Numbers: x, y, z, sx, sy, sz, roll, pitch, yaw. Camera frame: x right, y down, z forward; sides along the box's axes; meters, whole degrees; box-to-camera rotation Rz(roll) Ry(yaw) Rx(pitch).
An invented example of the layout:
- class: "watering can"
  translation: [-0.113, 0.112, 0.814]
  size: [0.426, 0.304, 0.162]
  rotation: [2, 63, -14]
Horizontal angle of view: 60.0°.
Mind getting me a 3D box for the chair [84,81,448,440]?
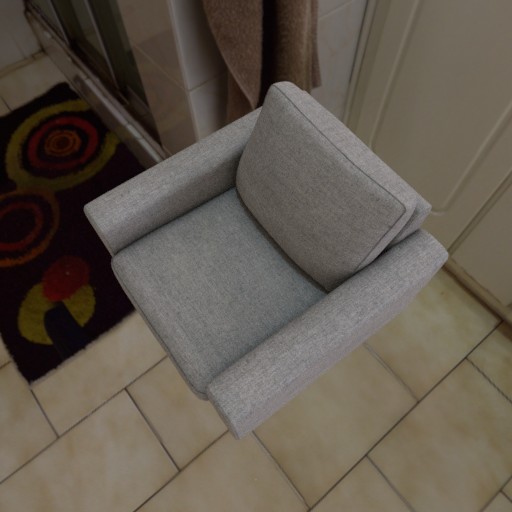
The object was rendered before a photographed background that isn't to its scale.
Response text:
- class: "chair"
  translation: [0.000, 0.000, 1.852]
  size: [1.038, 1.010, 1.024]
  rotation: [-34, 68, -16]
